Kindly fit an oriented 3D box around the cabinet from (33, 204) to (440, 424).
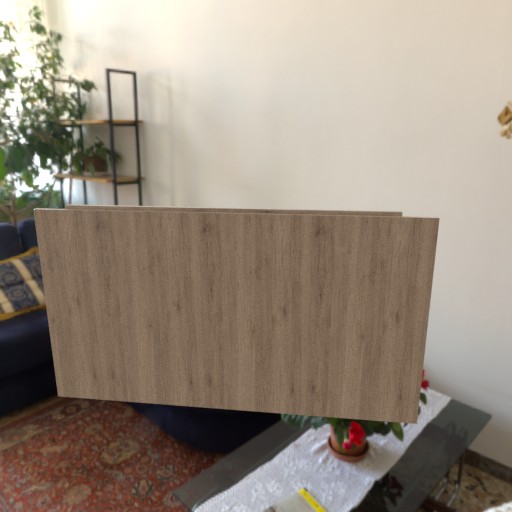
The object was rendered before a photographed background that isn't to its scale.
[{"bbox_3d":[0.000,0.000,3.002,1.750,0.970,2.080,2,15,7],"label":"cabinet"}]
